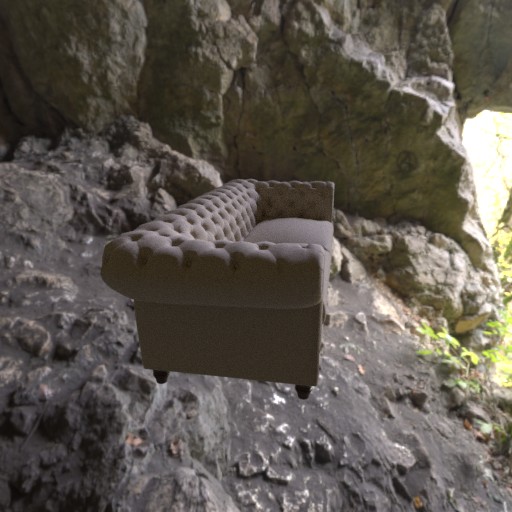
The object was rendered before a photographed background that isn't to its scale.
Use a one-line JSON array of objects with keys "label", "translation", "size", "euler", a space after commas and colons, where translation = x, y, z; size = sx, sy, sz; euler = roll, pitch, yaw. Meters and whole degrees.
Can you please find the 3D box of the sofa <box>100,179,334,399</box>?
[{"label": "sofa", "translation": [0.000, 0.000, 3.218], "size": [1.076, 0.847, 2.694], "euler": [3, 17, 10]}]
